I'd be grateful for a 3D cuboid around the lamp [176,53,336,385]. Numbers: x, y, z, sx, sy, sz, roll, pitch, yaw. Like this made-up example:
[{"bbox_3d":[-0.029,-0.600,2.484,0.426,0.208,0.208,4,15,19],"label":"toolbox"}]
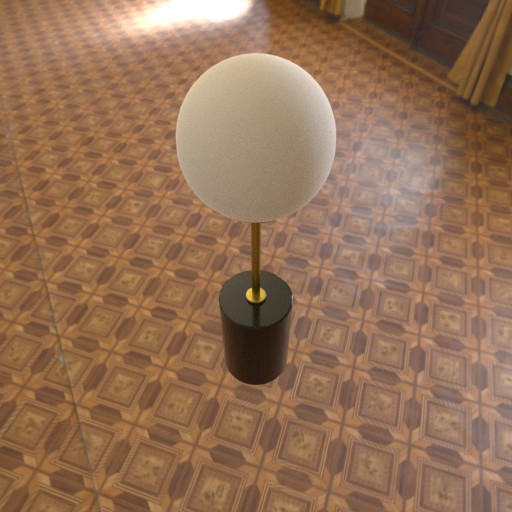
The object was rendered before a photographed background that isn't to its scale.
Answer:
[{"bbox_3d":[0.000,0.000,0.548,0.153,0.480,0.153,0,47,0],"label":"lamp"}]
